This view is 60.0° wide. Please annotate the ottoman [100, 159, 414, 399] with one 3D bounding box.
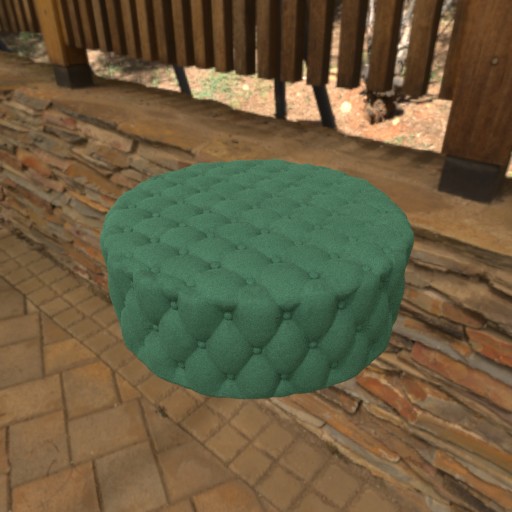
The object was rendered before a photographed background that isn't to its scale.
[{"bbox_3d":[0.000,0.000,1.530,0.998,0.399,0.998,0,32,0],"label":"ottoman"}]
